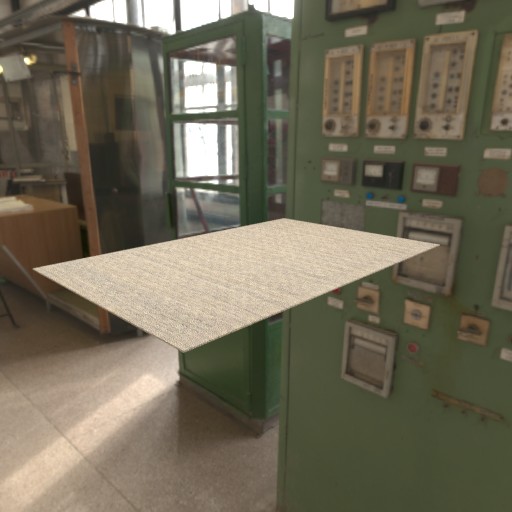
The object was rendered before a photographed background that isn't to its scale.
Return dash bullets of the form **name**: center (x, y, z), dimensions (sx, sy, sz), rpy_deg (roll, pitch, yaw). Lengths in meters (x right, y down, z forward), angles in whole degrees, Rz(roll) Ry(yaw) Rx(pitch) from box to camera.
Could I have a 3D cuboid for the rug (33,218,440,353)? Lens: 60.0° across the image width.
- **rug**: center (0.000, 0.000, 2.245), dimensions (1.142, 0.006, 1.752), rpy_deg (15, 21, 42)
